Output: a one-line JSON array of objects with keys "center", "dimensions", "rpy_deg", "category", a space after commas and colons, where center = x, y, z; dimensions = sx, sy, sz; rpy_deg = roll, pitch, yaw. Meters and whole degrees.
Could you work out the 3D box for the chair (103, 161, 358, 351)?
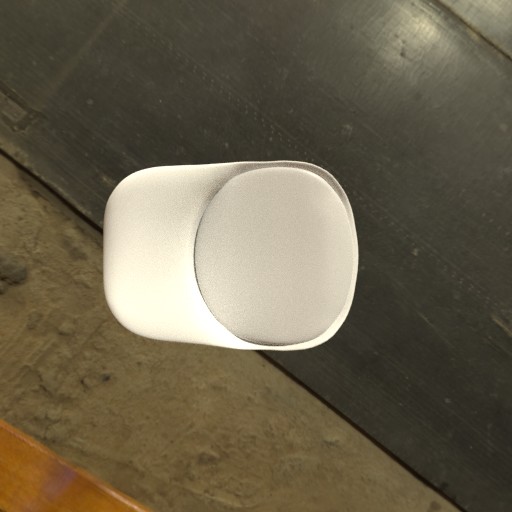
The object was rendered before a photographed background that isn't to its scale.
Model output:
[{"center": [0.000, 0.000, 1.199], "dimensions": [0.550, 0.850, 0.485], "rpy_deg": [0, 89, 0], "category": "chair"}]
